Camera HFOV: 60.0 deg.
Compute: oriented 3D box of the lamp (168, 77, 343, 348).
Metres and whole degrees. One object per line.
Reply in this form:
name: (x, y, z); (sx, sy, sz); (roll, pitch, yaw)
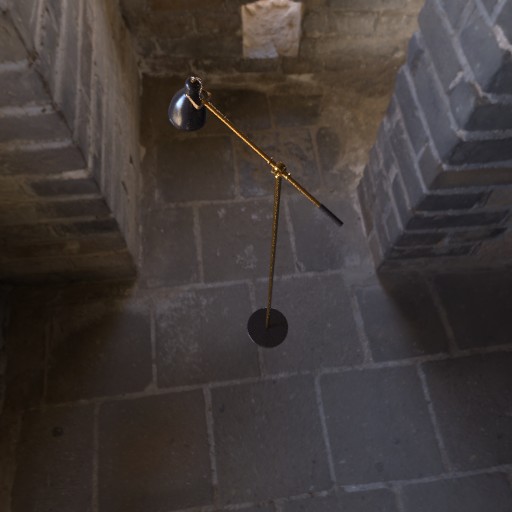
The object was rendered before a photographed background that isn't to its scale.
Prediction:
lamp: (0.000, 0.000, 1.849); (0.618, 1.628, 0.235); (33, 67, 16)
